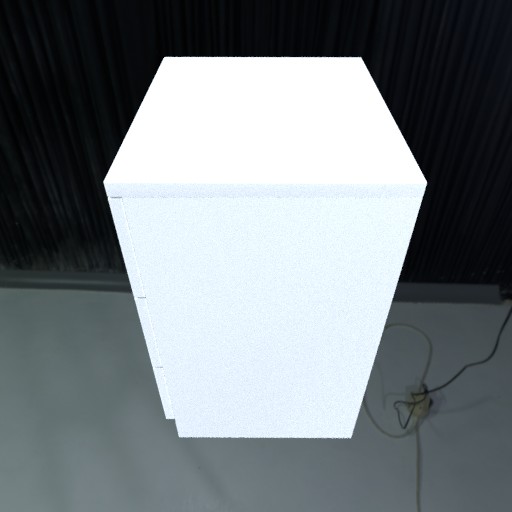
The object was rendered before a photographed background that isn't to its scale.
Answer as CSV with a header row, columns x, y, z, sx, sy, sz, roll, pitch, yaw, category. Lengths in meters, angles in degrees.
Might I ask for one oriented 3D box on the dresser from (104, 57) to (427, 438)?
x,y,z,sx,sy,sz,roll,pitch,yaw,category
0.000,0.000,0.799,0.360,0.560,0.400,0,42,0,dresser
